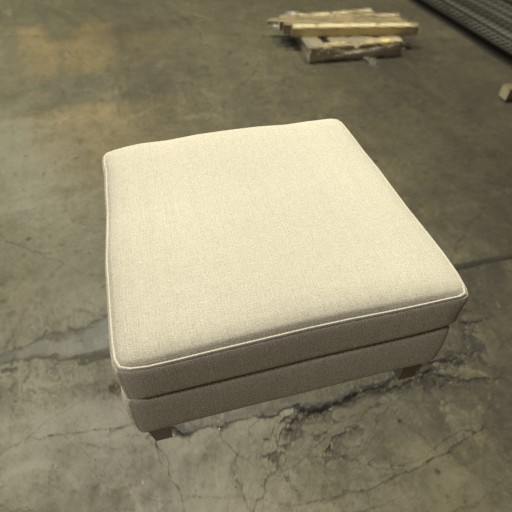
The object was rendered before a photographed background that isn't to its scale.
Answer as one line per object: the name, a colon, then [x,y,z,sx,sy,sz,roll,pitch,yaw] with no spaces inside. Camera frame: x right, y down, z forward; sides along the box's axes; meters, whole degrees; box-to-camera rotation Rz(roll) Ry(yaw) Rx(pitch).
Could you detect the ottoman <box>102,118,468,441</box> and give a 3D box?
ottoman: [0.000,0.000,1.349,0.838,0.478,0.838,-11,47,-10]
